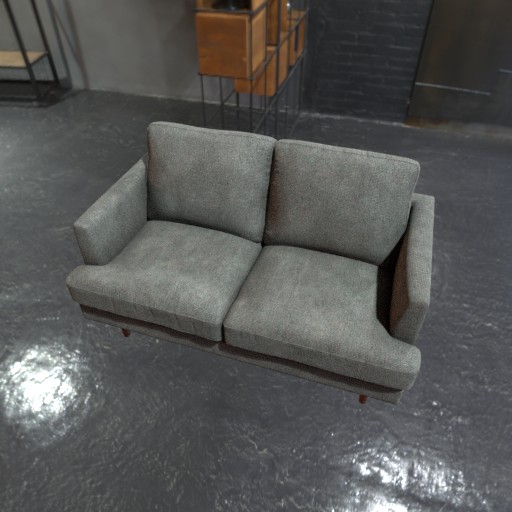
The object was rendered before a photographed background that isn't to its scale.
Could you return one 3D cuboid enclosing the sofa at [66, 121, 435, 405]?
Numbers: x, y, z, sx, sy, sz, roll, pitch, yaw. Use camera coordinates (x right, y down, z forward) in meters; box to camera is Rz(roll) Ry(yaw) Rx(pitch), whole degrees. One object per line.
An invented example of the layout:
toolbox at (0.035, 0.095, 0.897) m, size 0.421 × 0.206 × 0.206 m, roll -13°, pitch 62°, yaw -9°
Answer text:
sofa at (0.000, 0.000, 2.150) m, size 1.582 × 0.956 × 0.903 m, roll 12°, pitch 43°, yaw 14°
